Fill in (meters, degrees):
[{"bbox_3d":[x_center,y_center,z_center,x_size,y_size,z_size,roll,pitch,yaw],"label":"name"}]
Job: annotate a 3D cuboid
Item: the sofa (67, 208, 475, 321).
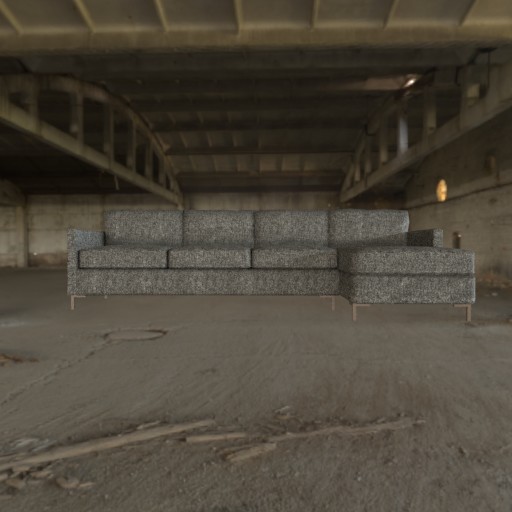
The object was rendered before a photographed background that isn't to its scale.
[{"bbox_3d":[0.000,0.000,4.111,3.384,0.970,1.488,0,1,1],"label":"sofa"}]
